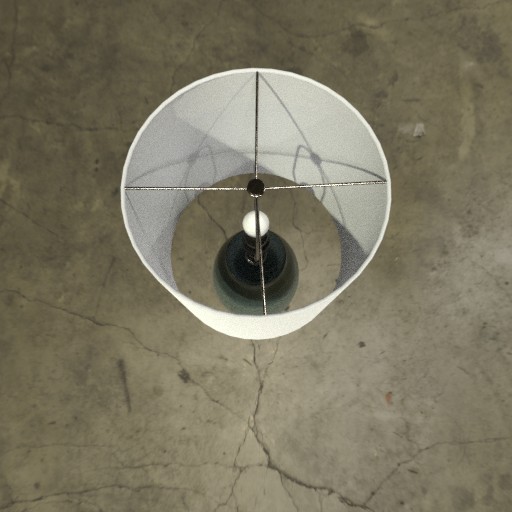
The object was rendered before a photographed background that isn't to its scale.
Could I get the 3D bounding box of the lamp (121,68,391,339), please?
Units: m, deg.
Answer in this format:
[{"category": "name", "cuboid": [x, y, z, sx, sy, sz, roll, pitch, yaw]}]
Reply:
[{"category": "lamp", "cuboid": [0.000, 0.000, 0.574, 0.217, 0.453, 0.217, -1, 75, 0]}]
